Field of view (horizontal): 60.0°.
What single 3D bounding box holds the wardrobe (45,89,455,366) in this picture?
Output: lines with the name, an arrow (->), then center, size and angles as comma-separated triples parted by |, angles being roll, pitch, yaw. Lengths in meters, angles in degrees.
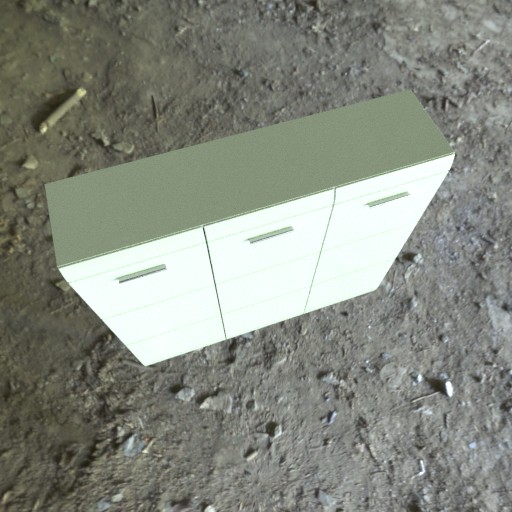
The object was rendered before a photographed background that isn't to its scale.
wardrobe -> 0.000, 0.000, 2.004 | 1.340, 1.200, 0.360 | -17, 64, -9
